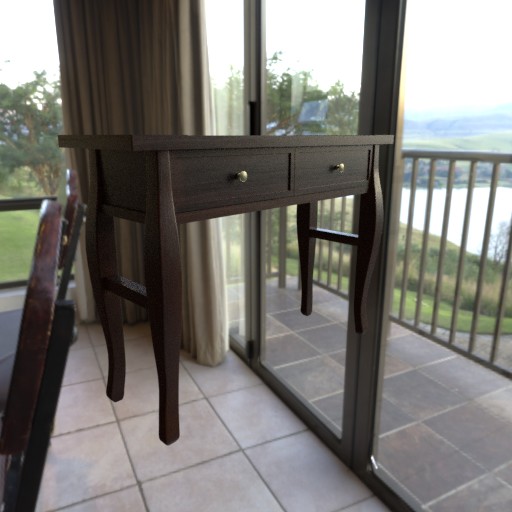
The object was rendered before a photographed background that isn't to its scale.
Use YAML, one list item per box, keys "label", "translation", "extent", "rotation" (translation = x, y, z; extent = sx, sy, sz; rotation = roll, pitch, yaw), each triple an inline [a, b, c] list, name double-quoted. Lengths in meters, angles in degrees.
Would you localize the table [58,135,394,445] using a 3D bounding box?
- label: "table"
  translation: [0.000, 0.000, 1.459]
  extent: [0.373, 0.768, 1.062]
  rotation: [14, 21, 43]
